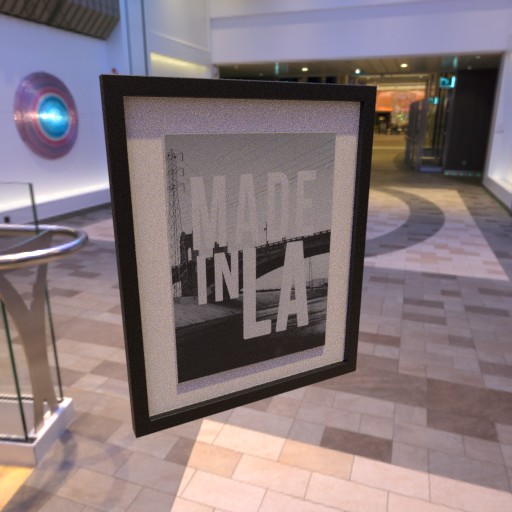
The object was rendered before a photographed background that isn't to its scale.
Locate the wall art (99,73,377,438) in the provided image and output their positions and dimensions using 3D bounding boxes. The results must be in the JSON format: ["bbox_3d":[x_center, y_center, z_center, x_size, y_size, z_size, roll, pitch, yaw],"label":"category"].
[{"bbox_3d":[0.000,0.000,0.759,0.457,0.559,0.028,-8,19,-26],"label":"wall art"}]
